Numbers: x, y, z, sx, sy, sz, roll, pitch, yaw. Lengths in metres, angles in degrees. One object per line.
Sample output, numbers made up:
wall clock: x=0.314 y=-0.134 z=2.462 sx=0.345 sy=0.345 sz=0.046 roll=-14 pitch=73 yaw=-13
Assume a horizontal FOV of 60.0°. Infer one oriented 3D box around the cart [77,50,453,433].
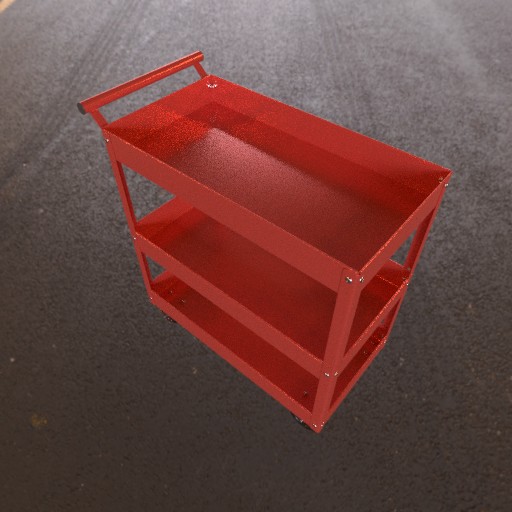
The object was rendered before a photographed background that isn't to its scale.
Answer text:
cart: x=0.000 y=0.000 z=1.181 sx=0.719 sy=0.780 sz=0.366 roll=32 pitch=54 yaw=26
